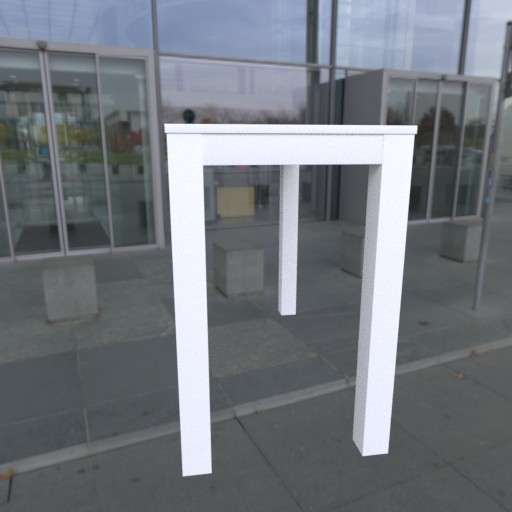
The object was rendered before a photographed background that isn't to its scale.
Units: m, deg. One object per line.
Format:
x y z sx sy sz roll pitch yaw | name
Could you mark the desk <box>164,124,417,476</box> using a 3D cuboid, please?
0.000 0.000 1.415 0.497 0.762 0.990 -2 14 -9 | desk
